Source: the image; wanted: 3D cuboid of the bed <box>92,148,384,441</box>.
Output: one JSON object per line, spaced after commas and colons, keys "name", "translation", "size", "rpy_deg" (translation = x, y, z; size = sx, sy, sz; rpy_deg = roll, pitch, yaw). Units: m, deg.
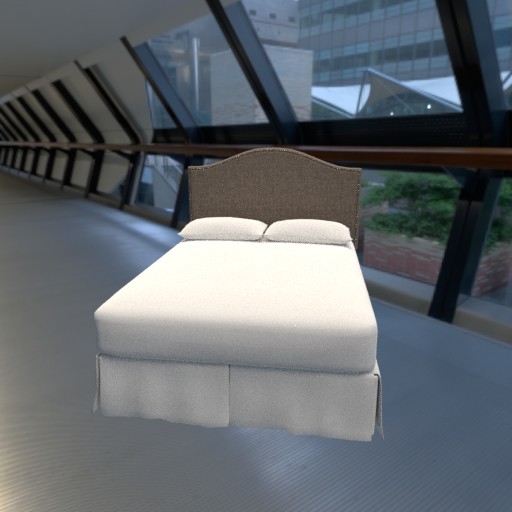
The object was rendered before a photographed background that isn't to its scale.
{"name": "bed", "translation": [0.000, 0.000, 3.342], "size": [1.713, 1.518, 2.153], "rpy_deg": [2, 16, 8]}
